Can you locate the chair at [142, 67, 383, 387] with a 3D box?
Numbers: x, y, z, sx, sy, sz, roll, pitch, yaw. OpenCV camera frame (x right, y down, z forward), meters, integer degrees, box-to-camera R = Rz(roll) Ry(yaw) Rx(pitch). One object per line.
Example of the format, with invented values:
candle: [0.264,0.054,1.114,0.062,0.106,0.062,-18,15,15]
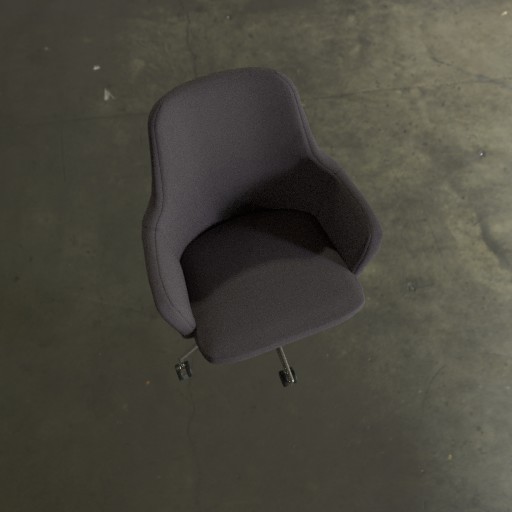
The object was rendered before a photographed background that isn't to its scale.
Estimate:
chair: [0.000,0.000,1.251,0.655,0.820,0.600,-19,63,-10]
